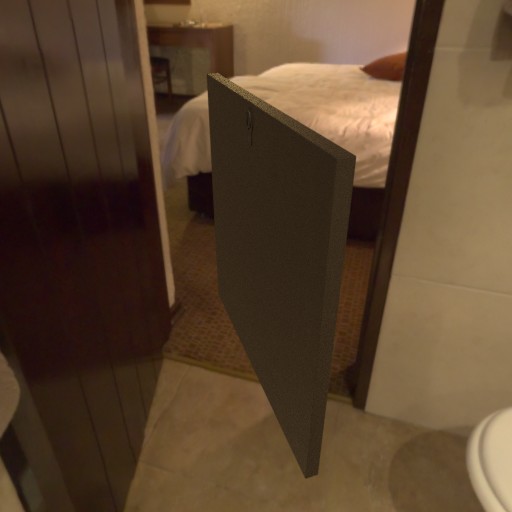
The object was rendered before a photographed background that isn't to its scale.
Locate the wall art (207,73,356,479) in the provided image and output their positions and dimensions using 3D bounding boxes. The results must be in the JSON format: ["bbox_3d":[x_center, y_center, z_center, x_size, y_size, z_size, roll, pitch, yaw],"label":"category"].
[{"bbox_3d":[0.000,0.000,1.200,0.043,0.807,0.805,-10,33,-16],"label":"wall art"}]
